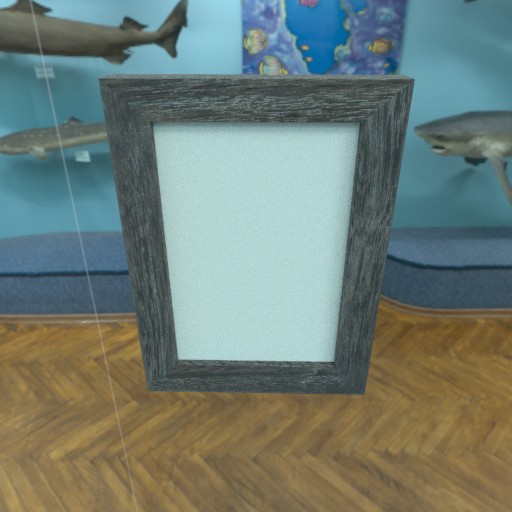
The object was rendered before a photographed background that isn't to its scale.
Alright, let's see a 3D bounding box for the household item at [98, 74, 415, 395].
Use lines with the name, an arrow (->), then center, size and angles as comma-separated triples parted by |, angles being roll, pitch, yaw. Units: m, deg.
household item -> 0.000, 0.000, 0.238 | 0.133, 0.180, 0.020 | 1, 28, 1
